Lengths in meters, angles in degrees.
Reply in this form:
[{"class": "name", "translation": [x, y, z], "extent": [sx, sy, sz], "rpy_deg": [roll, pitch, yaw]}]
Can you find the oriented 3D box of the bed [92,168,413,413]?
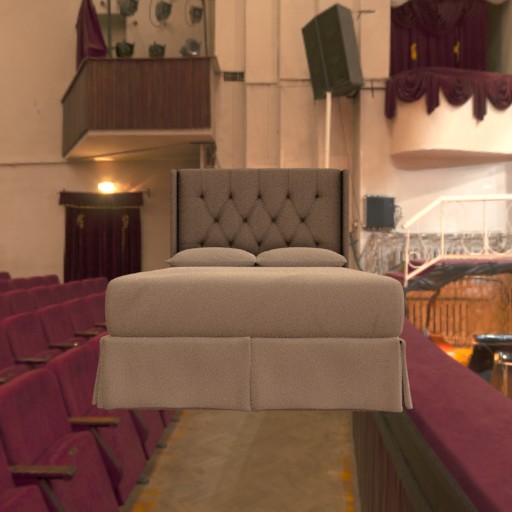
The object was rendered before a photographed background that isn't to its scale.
[{"class": "bed", "translation": [0.000, 0.000, 3.323], "extent": [1.719, 1.665, 2.066], "rpy_deg": [0, 1, 1]}]
